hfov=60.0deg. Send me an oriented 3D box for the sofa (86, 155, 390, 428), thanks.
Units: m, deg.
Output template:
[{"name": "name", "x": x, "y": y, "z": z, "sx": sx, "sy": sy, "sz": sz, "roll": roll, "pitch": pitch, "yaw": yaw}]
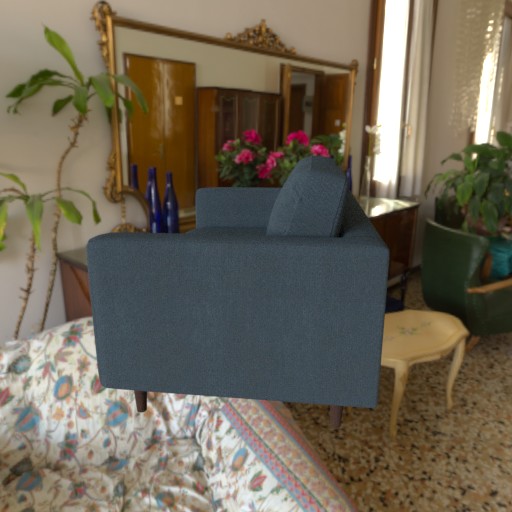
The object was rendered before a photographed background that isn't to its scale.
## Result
[{"name": "sofa", "x": 0.000, "y": 0.000, "z": 2.162, "sx": 0.999, "sy": 0.930, "sz": 1.518, "roll": 2, "pitch": 15, "yaw": 7}]
